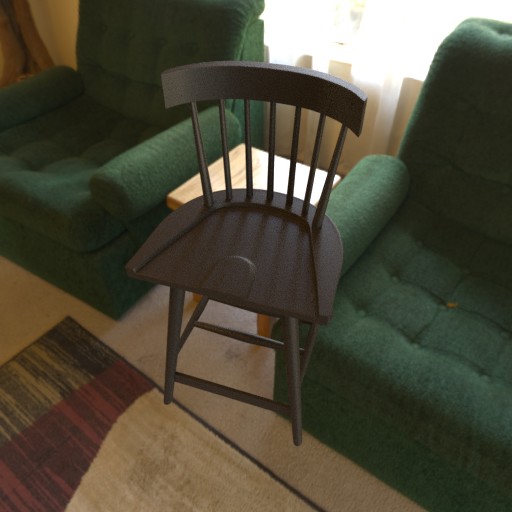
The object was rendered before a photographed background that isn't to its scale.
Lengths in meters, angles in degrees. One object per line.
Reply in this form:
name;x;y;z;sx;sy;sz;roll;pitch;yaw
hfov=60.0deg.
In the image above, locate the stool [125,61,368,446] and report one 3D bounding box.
stool;0.000;0.000;1.251;0.494;0.953;0.549;12;44;13
